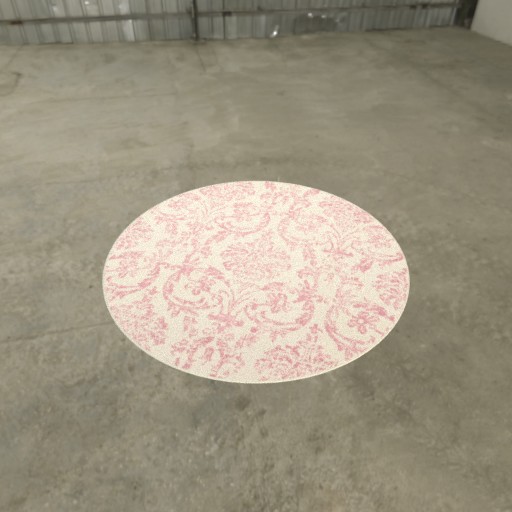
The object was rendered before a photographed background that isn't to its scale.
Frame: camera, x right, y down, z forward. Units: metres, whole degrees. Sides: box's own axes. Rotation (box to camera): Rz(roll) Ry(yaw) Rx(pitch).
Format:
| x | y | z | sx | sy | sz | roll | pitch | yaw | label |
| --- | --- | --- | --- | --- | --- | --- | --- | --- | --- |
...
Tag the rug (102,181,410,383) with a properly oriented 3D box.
| x | y | z | sx | sy | sz | roll | pitch | yaw | label |
| --- | --- | --- | --- | --- | --- | --- | --- | --- | --- |
| 0.000 | 0.000 | 2.378 | 1.593 | 0.012 | 1.593 | 0 | 39 | 0 | rug |
